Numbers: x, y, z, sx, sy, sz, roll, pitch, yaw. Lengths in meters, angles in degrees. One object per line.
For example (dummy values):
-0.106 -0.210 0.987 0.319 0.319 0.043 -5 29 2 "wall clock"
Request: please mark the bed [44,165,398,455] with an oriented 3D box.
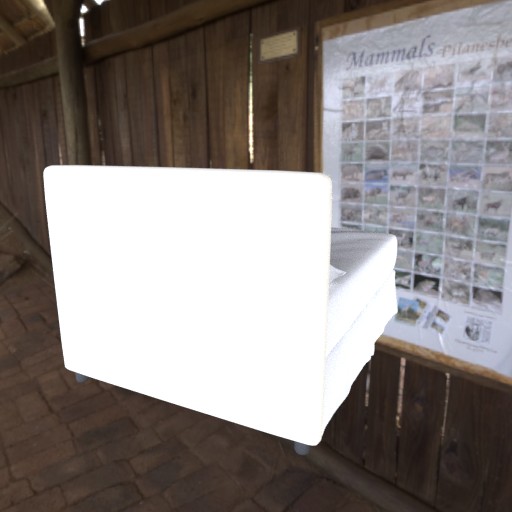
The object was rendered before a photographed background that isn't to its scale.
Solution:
0.000 0.000 3.172 1.714 1.330 2.147 7 16 26 "bed"
